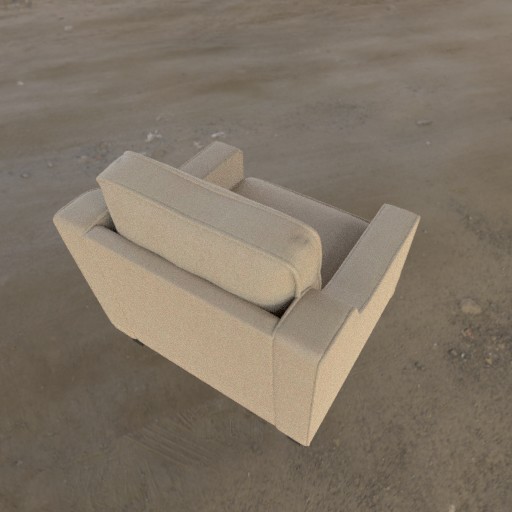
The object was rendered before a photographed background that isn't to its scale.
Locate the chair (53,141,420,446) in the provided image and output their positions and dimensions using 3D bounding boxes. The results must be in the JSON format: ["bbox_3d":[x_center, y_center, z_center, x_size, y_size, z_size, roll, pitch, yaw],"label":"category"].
[{"bbox_3d":[0.000,0.000,1.641,0.922,0.948,0.882,25,52,22],"label":"chair"}]
